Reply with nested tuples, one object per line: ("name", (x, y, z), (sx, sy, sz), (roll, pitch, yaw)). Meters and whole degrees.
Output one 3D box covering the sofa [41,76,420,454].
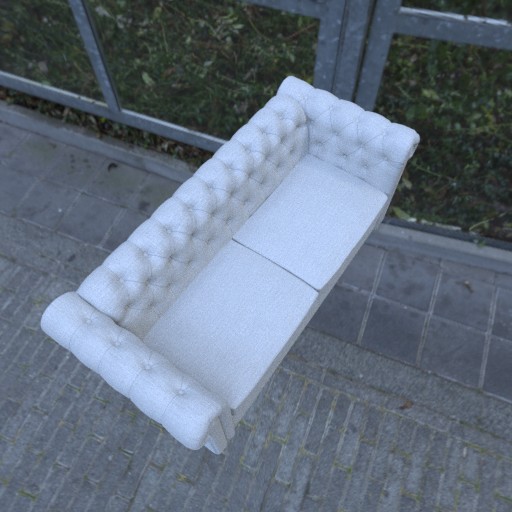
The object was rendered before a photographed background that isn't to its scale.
("sofa", (0.000, 0.000, 2.235), (0.783, 0.797, 1.798), (31, 64, 18))
